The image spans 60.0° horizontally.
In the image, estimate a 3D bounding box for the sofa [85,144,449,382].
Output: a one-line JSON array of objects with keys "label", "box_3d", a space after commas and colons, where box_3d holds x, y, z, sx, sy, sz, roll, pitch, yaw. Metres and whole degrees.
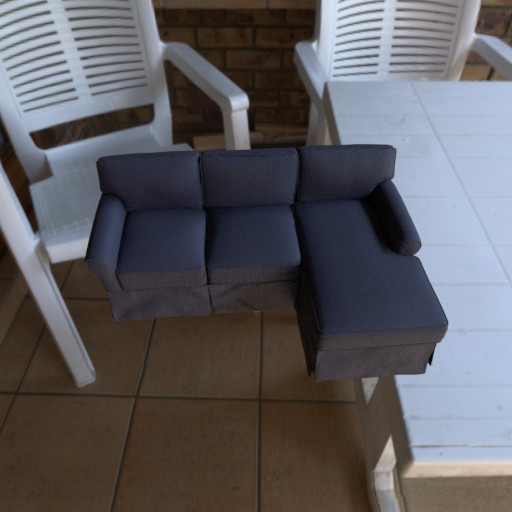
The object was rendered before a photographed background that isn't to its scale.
[{"label": "sofa", "box_3d": [0.000, 0.000, 3.402, 2.518, 1.039, 1.637, -3, 46, -3]}]
